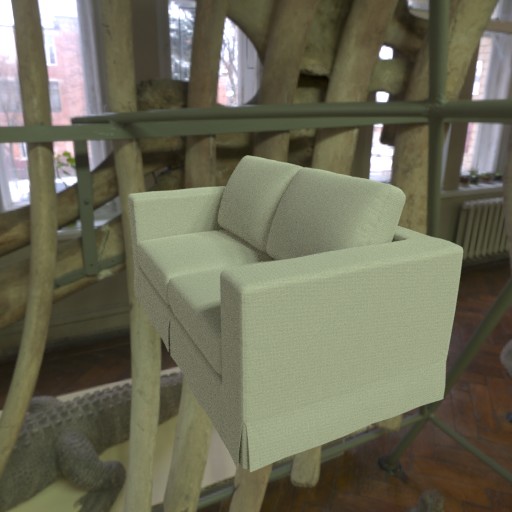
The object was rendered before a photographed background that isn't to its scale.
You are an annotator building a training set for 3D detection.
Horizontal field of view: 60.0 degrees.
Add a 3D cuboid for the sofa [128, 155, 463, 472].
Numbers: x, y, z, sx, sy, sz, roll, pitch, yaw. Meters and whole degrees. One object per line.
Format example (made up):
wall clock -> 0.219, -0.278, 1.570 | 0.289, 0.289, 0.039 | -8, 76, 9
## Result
sofa -> 0.000, 0.000, 2.383 | 1.009, 0.932, 1.813 | -9, 20, -25
